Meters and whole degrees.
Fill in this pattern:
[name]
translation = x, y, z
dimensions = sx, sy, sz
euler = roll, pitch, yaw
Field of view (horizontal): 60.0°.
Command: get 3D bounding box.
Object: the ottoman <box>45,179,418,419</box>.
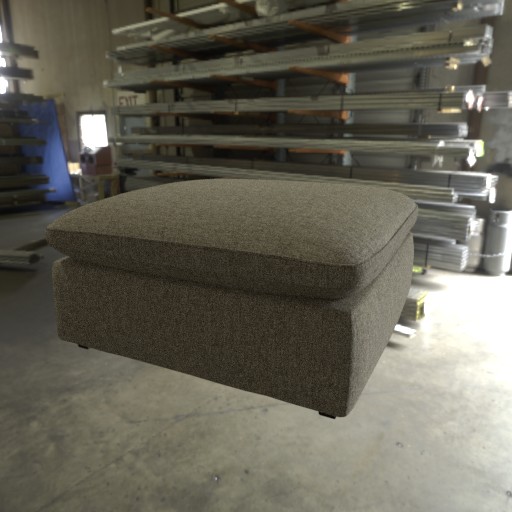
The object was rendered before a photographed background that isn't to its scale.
[ottoman]
translation = 0.000, 0.000, 1.632
dimensions = 1.035, 0.526, 1.039
euler = 7, 17, 25
